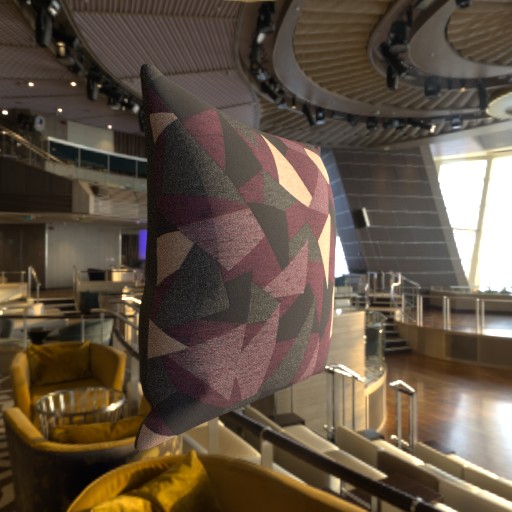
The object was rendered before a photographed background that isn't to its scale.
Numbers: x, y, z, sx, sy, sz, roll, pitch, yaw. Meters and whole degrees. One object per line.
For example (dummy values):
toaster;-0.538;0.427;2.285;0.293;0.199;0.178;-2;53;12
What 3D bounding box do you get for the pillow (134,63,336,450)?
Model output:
pillow;0.000;0.000;0.756;0.208;0.496;0.503;0;-1;36
